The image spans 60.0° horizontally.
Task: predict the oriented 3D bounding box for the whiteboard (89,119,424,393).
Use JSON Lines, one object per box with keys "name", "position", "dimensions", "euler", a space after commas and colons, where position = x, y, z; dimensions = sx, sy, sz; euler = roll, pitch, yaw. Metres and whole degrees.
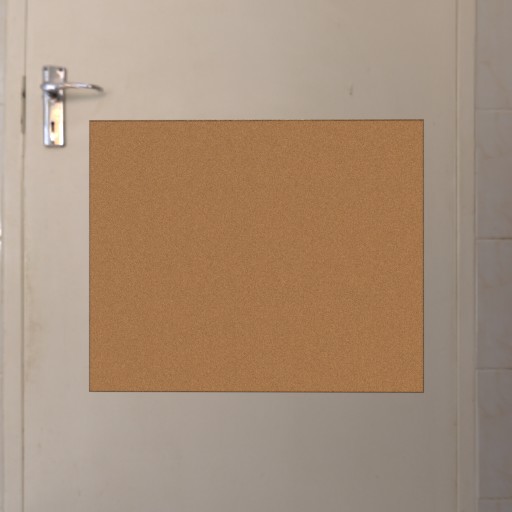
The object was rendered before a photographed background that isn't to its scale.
{"name": "whiteboard", "position": [0.000, 0.000, 0.758], "dimensions": [0.561, 0.457, 0.029], "euler": [0, 0, 1]}
